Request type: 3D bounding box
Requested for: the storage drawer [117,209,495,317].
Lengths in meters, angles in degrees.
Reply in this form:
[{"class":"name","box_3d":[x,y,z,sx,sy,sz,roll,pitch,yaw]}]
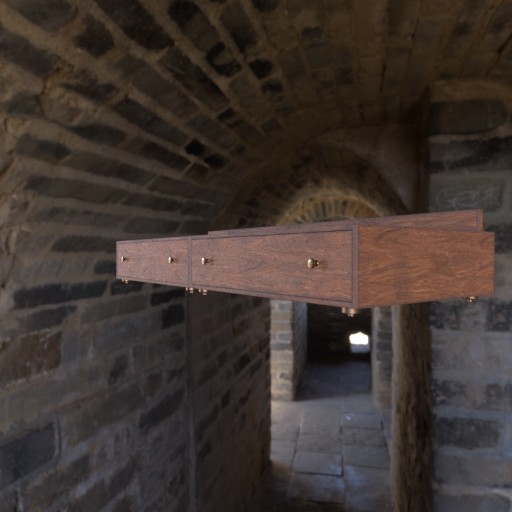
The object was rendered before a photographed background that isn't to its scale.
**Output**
[{"class":"storage drawer","box_3d":[0.000,0.000,2.174,0.774,0.339,1.914,0,0,-36]}]
